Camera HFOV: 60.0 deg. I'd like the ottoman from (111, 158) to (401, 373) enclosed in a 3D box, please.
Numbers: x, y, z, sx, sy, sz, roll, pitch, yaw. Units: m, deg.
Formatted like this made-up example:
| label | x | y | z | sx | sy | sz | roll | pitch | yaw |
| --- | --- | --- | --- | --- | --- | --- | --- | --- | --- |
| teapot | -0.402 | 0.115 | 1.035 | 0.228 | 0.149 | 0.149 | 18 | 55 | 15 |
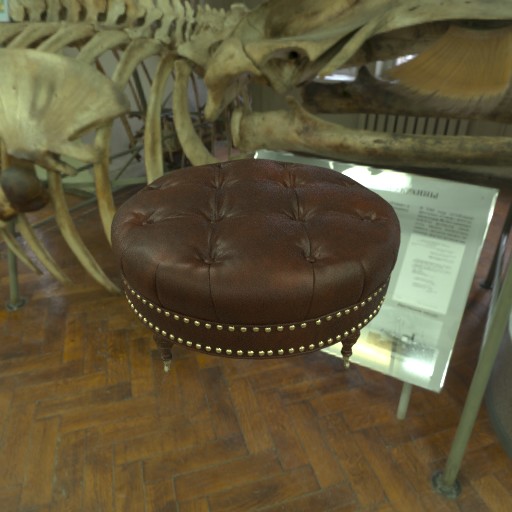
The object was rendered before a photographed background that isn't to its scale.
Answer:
| label | x | y | z | sx | sy | sz | roll | pitch | yaw |
| --- | --- | --- | --- | --- | --- | --- | --- | --- | --- |
| ottoman | 0.000 | 0.000 | 1.452 | 0.901 | 0.455 | 0.901 | 0 | 30 | 0 |
